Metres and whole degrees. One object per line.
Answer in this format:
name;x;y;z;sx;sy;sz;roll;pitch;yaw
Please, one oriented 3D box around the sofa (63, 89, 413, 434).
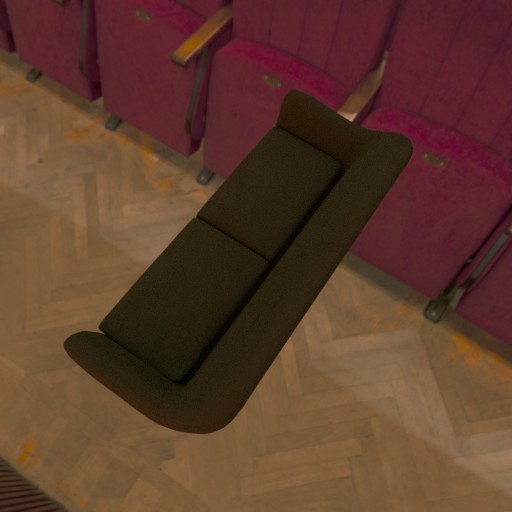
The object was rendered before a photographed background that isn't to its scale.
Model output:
sofa;0.000;0.000;2.283;0.820;0.836;1.840;32;68;14
